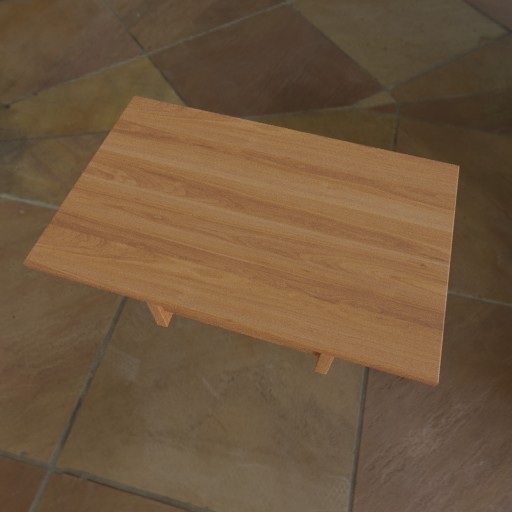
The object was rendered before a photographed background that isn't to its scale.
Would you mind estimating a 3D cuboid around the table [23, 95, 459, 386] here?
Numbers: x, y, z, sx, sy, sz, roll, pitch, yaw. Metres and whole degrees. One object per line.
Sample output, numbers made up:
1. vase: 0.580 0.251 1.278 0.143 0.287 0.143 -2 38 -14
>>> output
1. table: 0.000 0.000 1.500 1.100 0.510 0.700 15 60 9
